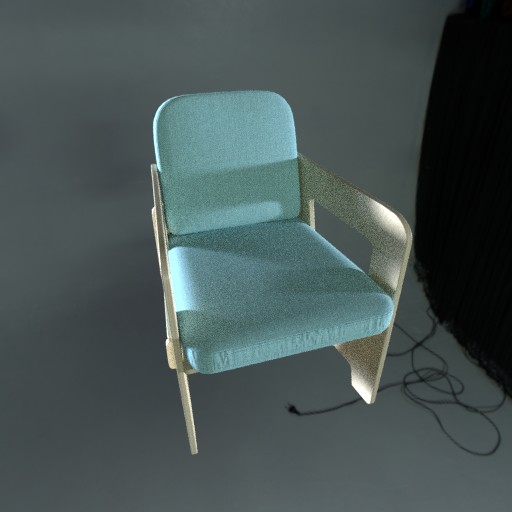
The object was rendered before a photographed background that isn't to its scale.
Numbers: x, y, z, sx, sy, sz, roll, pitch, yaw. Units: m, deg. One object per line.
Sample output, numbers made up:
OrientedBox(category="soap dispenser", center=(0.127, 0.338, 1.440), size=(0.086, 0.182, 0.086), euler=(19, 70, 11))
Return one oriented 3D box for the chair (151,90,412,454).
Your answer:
OrientedBox(category="chair", center=(0.000, 0.000, 1.279), size=(0.590, 0.800, 0.710), euler=(-10, 32, -16))
